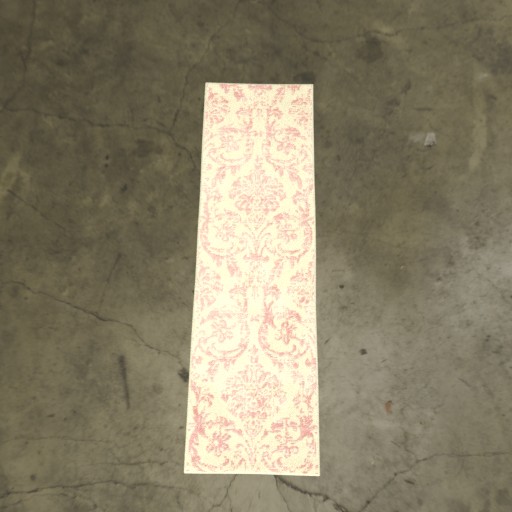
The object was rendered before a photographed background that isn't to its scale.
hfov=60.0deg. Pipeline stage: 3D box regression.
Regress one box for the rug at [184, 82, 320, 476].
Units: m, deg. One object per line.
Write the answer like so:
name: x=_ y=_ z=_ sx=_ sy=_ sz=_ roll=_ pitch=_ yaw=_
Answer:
rug: x=0.000 y=0.000 z=2.434 sx=0.662 sy=0.011 sz=2.196 roll=1 pitch=75 yaw=0
